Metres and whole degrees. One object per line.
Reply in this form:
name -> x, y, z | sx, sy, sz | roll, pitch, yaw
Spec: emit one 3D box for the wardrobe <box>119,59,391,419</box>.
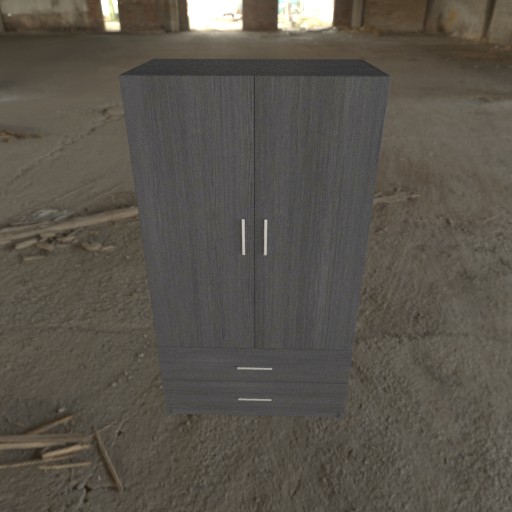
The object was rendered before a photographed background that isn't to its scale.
wardrobe -> 0.000, 0.000, 2.286 | 0.991, 1.808, 0.577 | 1, 30, 1
